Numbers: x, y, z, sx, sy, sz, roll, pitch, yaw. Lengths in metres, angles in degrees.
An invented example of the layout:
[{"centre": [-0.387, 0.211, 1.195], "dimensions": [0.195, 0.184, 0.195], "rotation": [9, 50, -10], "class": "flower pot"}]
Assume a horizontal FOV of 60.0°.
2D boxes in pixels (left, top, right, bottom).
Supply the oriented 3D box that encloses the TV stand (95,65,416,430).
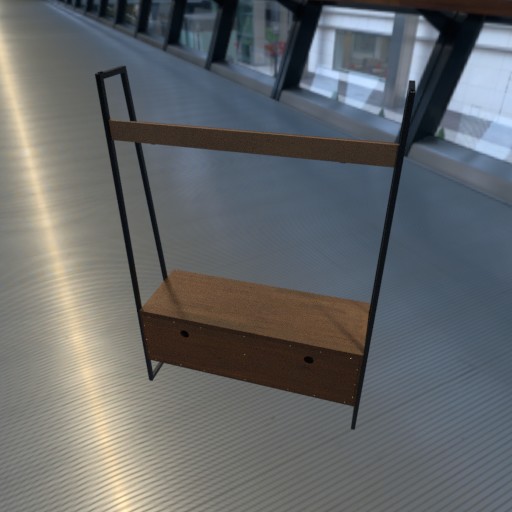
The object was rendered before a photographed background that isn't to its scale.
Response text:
[{"centre": [0.000, 0.000, 2.281], "dimensions": [1.250, 1.772, 0.432], "rotation": [9, 33, 14], "class": "TV stand"}]
